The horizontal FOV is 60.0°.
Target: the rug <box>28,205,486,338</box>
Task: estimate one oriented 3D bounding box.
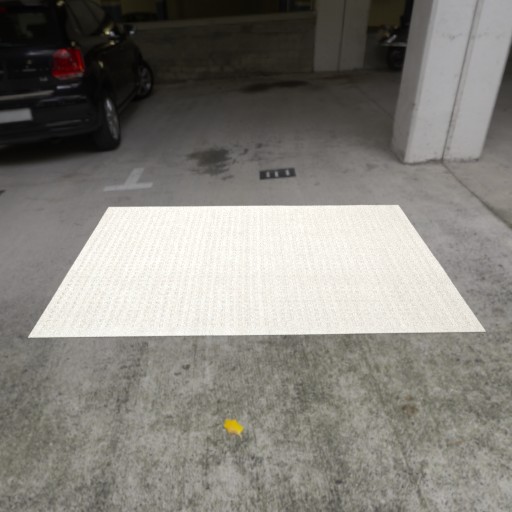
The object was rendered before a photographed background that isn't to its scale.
[{"bbox_3d":[0.000,0.000,2.853,2.289,0.006,1.523,-1,31,-1],"label":"rug"}]
